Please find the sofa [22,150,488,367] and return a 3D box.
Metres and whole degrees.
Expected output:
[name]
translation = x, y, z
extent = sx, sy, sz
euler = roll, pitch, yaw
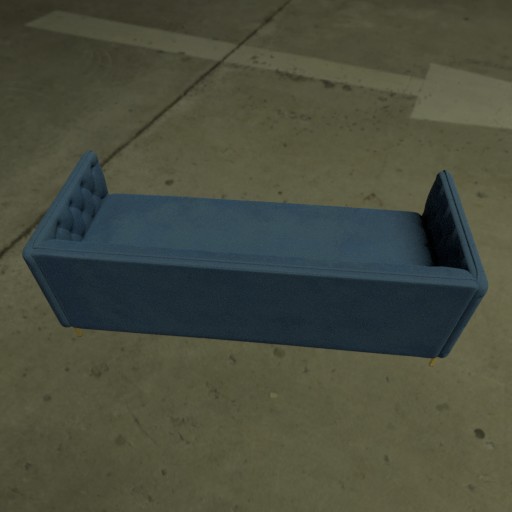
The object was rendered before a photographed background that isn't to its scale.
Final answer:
[sofa]
translation = 0.000, 0.000, 2.587
extent = 2.209, 0.771, 0.895
euler = 4, 47, 4
